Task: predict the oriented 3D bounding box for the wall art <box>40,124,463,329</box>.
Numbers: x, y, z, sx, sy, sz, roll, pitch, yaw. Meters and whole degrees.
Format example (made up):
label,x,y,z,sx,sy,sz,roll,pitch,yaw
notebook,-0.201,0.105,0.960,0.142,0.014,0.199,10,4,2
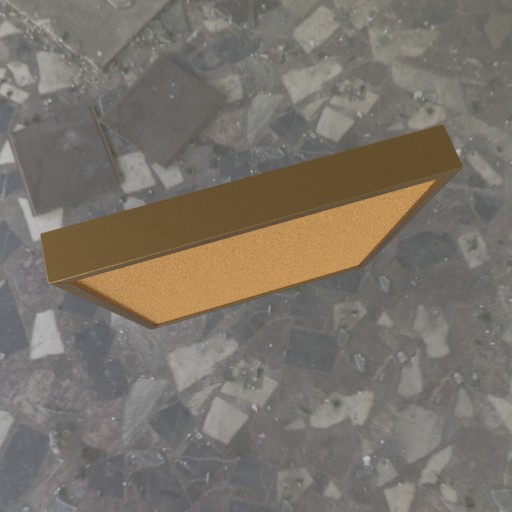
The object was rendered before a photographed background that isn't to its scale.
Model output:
label,x,y,z,sx,sy,sz,roll,pitch,yaw
wall art,0.000,0.000,0.463,0.305,0.305,0.037,-16,75,-4
